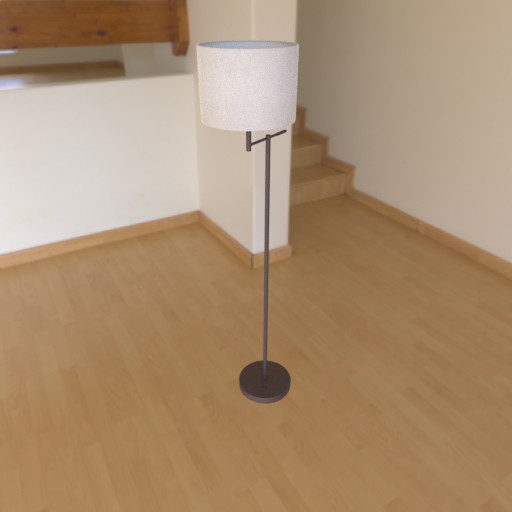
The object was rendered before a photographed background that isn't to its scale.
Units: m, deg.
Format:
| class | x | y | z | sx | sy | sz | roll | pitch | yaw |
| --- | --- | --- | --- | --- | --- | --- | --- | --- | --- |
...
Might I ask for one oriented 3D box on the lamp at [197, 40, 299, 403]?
| class | x | y | z | sx | sy | sz | roll | pitch | yaw |
| --- | --- | --- | --- | --- | --- | --- | --- | --- | --- |
| lamp | 0.000 | 0.000 | 1.840 | 0.324 | 1.600 | 0.416 | 19 | 35 | 30 |
